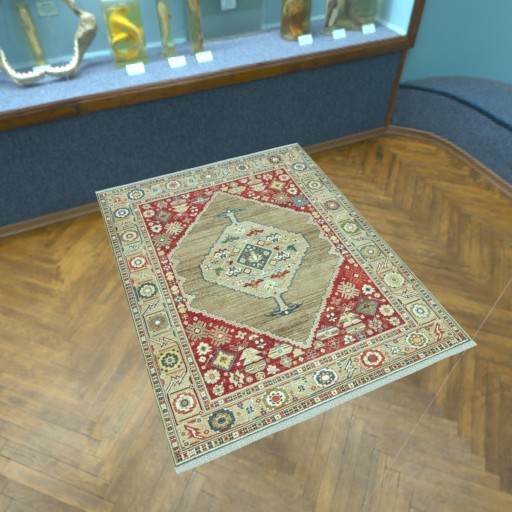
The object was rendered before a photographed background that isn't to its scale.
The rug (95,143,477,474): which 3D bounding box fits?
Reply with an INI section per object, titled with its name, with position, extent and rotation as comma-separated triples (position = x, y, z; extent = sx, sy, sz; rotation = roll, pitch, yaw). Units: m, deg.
[rug]
position = 0.000, 0.000, 4.148
extent = 2.451, 0.008, 3.143
rotation = -17, 49, -16
